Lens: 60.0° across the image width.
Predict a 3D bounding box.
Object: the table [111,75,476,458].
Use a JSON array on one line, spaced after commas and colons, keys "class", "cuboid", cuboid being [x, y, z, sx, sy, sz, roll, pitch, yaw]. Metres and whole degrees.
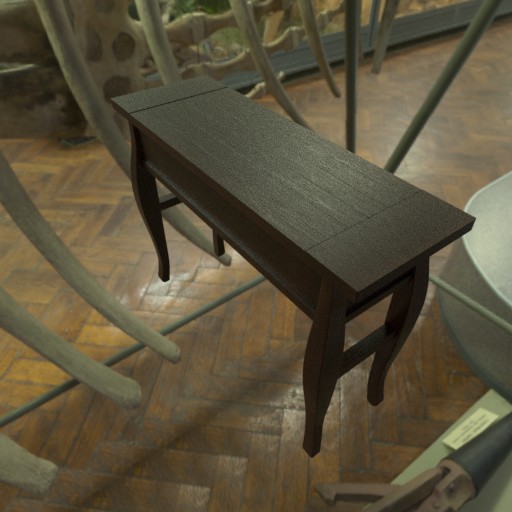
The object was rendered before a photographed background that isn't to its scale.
[{"class": "table", "cuboid": [0.000, 0.000, 1.418, 0.373, 0.768, 1.062, -26, 48, -27]}]
